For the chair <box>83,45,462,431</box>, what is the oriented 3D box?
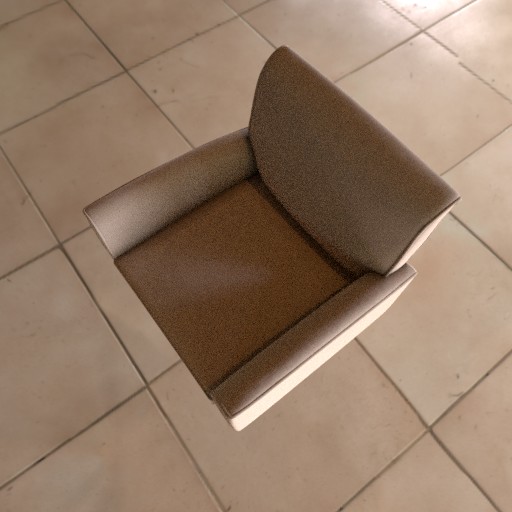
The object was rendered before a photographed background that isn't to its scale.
[{"bbox_3d":[0.000,0.000,1.559,0.820,0.915,0.820,-35,69,-15],"label":"chair"}]
